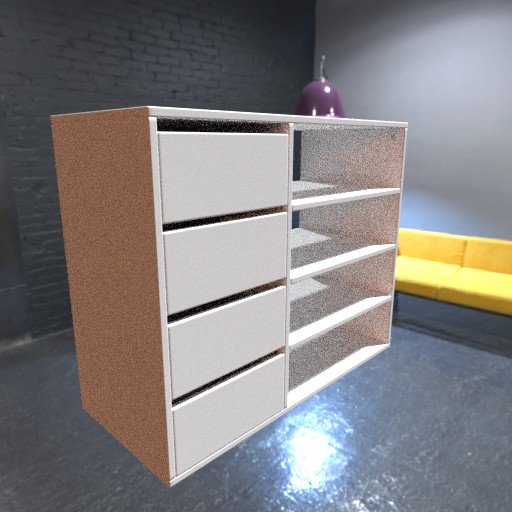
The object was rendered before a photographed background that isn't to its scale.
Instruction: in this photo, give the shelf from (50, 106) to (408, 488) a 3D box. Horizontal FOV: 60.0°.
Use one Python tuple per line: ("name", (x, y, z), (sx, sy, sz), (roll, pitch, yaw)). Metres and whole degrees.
("shelf", (0.000, 0.000, 1.244), (0.396, 0.732, 0.895), (14, 20, 43))
